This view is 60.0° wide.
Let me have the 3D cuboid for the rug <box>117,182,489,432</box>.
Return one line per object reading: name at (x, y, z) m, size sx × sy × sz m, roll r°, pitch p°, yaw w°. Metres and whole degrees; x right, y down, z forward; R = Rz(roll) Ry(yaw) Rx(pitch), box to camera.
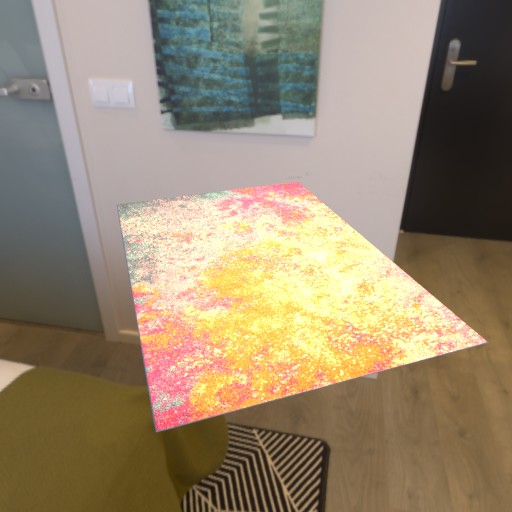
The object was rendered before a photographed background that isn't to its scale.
rug at (0.000, 0.000, 3.595) m, size 2.007 × 0.013 × 2.896 m, roll -10°, pitch 31°, yaw -16°
